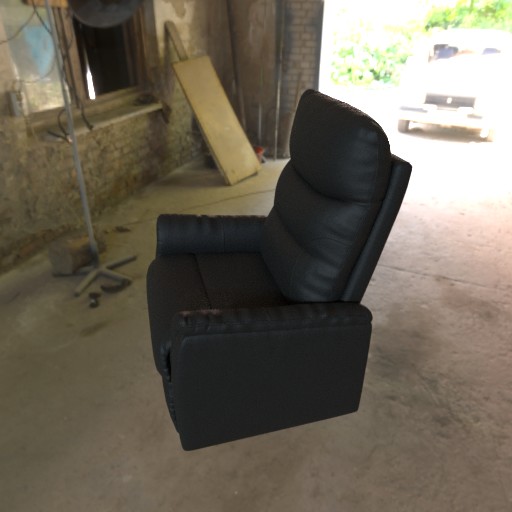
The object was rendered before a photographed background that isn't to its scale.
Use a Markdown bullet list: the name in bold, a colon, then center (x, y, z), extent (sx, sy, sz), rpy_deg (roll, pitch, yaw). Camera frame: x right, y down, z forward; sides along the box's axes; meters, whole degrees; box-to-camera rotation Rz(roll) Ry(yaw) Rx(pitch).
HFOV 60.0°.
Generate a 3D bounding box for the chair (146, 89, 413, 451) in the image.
- **chair**: center (0.000, 0.000, 1.647), extent (0.831, 1.082, 0.775), rpy_deg (-8, 31, -13)
